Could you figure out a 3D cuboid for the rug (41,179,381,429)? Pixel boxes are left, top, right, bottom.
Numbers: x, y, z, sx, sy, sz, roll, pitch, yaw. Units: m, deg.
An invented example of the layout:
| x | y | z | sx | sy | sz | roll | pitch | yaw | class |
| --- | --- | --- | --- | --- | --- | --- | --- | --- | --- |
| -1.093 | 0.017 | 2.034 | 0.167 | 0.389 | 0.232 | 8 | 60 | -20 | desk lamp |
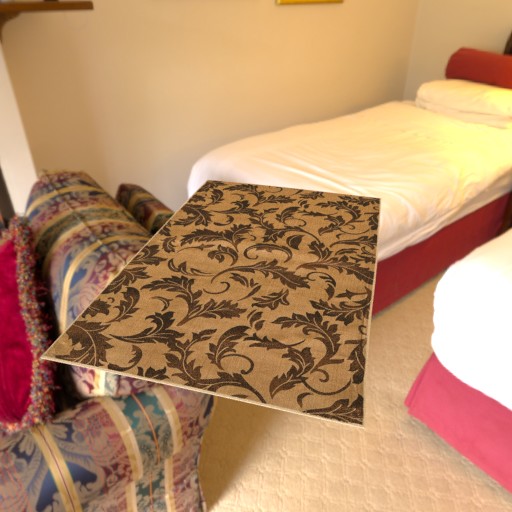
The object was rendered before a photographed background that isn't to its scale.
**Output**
| x | y | z | sx | sy | sz | roll | pitch | yaw | class |
| --- | --- | --- | --- | --- | --- | --- | --- | --- | --- |
| 0.000 | 0.000 | 2.869 | 1.522 | 0.008 | 2.284 | 8 | 33 | 13 | rug |
